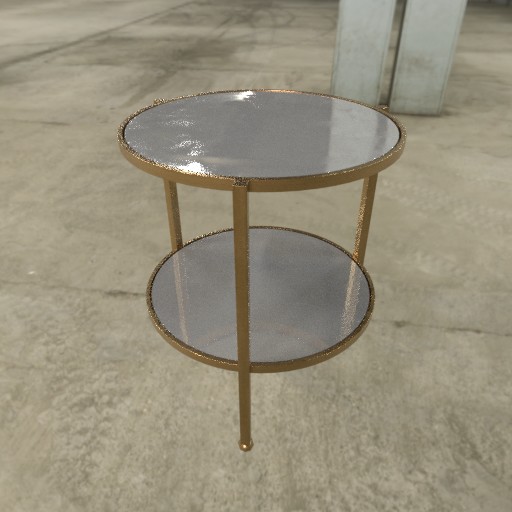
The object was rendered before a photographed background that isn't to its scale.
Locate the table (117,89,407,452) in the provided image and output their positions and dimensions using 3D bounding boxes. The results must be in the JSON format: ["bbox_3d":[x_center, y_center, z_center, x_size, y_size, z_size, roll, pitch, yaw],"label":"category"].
[{"bbox_3d":[0.000,0.000,0.444,0.243,0.269,0.231,22,40,30],"label":"table"}]
